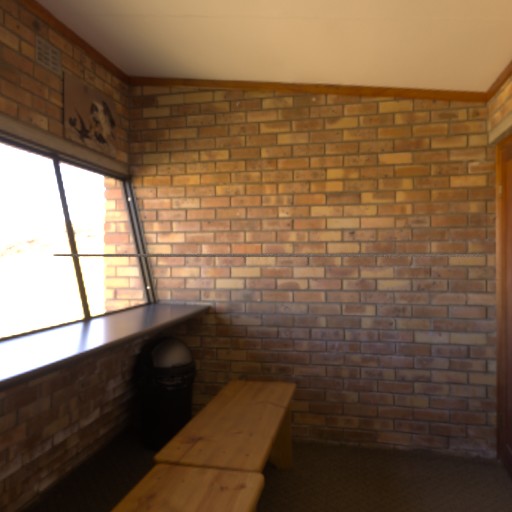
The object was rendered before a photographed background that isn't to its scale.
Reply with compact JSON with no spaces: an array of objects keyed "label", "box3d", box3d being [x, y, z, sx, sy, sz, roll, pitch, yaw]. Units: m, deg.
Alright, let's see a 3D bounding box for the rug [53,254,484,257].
[{"label":"rug","box3d":[0.000,0.000,2.212,1.753,0.008,1.143,0,0,-20]}]
